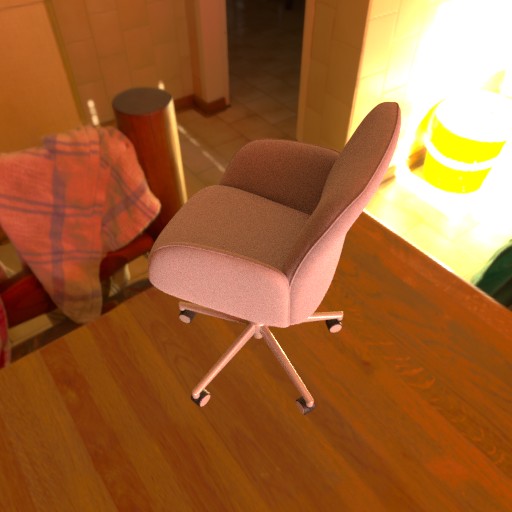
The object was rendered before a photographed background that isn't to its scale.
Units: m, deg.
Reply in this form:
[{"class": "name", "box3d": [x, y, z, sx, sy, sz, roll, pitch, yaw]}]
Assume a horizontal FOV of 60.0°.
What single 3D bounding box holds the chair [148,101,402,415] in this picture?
[{"class": "chair", "box3d": [0.000, 0.000, 1.373, 0.654, 0.959, 0.648, 16, 48, 16]}]
